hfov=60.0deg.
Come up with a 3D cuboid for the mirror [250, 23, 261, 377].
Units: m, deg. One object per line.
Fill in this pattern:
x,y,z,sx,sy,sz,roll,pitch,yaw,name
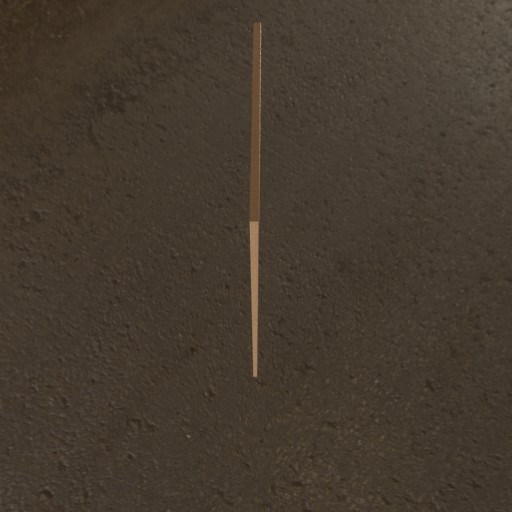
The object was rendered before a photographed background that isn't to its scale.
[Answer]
0.000,0.000,2.281,0.026,2.031,0.812,1,63,0,mirror
